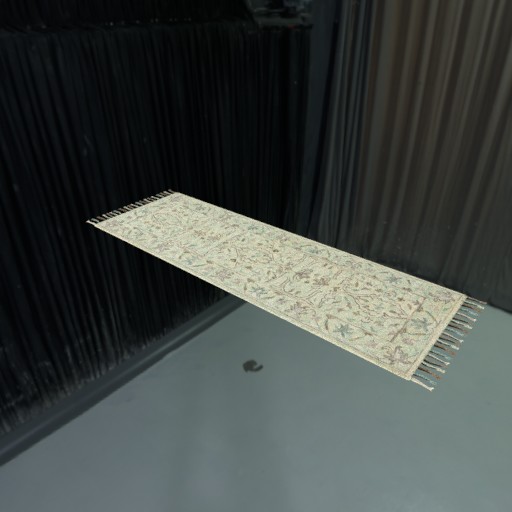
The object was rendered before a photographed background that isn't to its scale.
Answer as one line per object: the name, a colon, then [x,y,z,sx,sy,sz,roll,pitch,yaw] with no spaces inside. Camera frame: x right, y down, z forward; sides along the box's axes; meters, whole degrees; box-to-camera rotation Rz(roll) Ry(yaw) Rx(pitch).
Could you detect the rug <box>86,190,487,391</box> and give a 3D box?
rug: [0.000,0.000,2.683,2.440,0.013,0.769,22,37,33]
